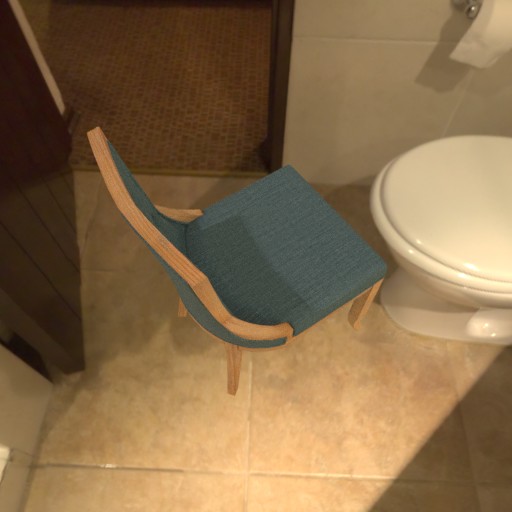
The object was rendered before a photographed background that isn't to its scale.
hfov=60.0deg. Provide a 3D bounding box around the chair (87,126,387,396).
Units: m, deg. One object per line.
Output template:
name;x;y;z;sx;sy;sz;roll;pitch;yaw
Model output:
chair;0.000;0.000;1.345;0.641;0.947;0.524;-30;63;-17
